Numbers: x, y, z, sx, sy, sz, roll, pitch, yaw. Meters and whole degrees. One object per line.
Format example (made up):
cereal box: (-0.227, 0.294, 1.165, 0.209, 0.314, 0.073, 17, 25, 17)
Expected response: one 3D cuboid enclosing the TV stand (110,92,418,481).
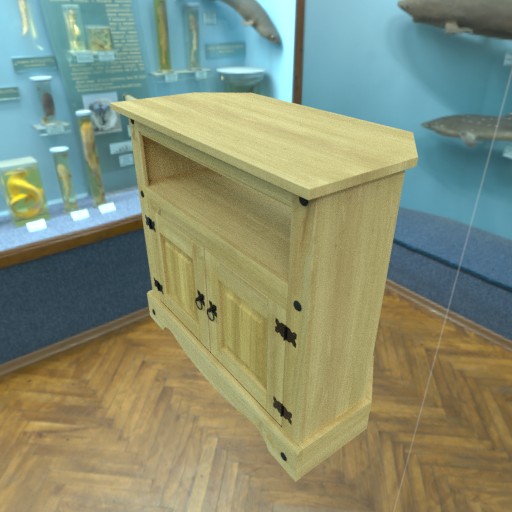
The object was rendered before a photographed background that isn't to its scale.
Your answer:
TV stand: (0.000, 0.000, 1.298, 0.425, 0.781, 0.851, -20, 36, -31)
